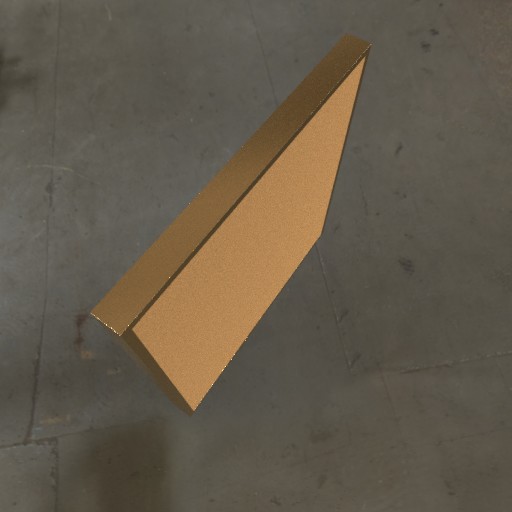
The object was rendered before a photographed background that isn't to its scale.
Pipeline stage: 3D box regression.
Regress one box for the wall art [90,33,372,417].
[{"bbox_3d":[0.000,0.000,0.746,0.040,0.509,0.509,31,66,16],"label":"wall art"}]
